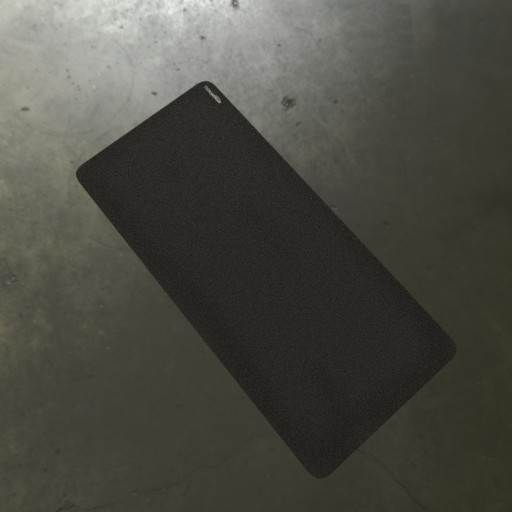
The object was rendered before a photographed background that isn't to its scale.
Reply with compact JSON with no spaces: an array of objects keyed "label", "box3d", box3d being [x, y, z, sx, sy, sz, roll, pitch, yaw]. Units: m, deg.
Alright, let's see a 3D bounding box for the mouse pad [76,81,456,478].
[{"label":"mouse pad","box3d":[0.000,0.000,1.030,0.424,0.003,0.907,-39,78,-10]}]
